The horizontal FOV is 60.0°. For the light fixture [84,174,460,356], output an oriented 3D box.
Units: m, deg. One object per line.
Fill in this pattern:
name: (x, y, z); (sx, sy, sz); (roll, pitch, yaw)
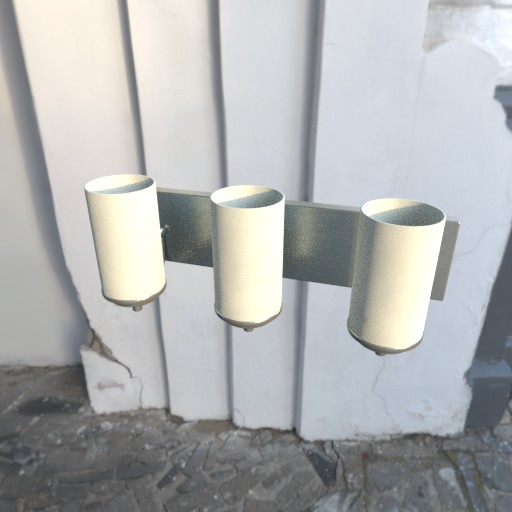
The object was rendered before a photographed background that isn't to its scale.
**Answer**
light fixture: (0.000, 0.000, 0.537); (0.451, 0.172, 0.145); (8, 27, 15)
